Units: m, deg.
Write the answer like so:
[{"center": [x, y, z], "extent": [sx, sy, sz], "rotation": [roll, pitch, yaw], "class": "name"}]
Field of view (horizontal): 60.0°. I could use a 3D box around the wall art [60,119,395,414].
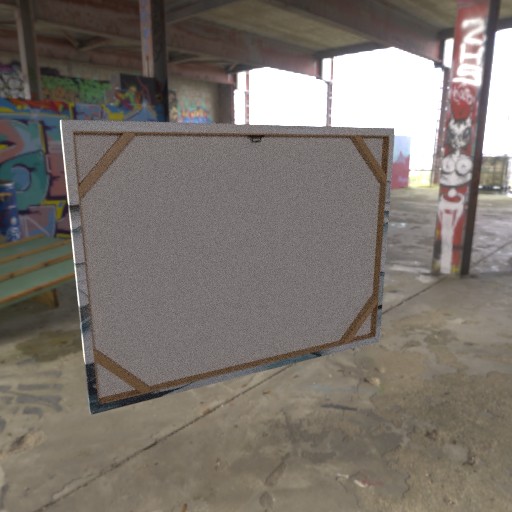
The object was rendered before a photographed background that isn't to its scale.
[{"center": [0.000, 0.000, 1.607], "extent": [1.219, 0.915, 0.039], "rotation": [-7, 15, -26], "class": "wall art"}]
